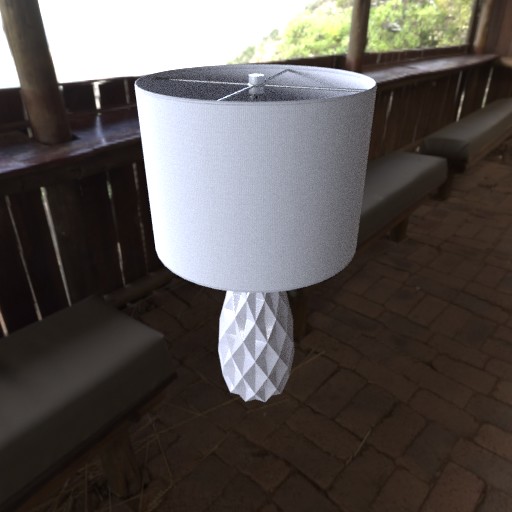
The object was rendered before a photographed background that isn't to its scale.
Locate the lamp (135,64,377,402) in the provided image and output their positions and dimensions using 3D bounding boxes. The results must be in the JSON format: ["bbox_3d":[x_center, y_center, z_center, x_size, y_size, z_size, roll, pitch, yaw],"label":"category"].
[{"bbox_3d":[0.000,0.000,0.685,0.297,0.522,0.297,0,30,0],"label":"lamp"}]
